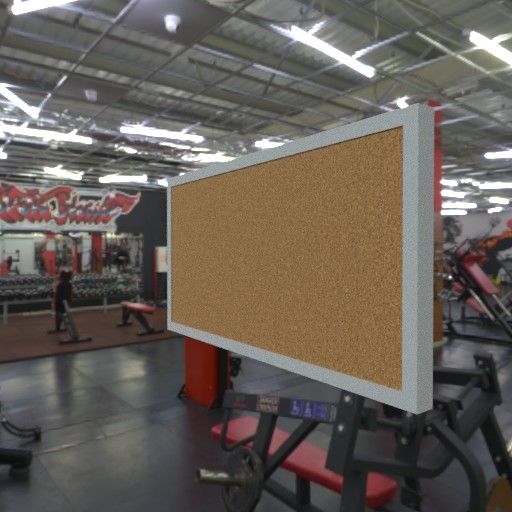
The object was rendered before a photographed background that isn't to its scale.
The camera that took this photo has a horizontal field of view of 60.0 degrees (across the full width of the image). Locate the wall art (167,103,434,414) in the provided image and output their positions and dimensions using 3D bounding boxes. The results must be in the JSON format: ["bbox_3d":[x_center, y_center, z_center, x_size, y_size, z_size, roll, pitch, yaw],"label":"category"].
[{"bbox_3d":[0.000,0.000,0.951,0.038,0.431,0.812,-1,1,-36],"label":"wall art"}]
